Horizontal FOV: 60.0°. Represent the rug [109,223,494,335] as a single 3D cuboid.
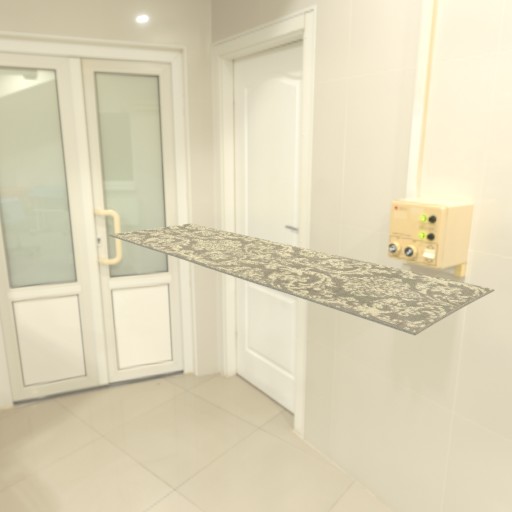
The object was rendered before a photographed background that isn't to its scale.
[{"bbox_3d":[0.000,0.000,2.397,0.662,0.011,2.196,-12,19,-41],"label":"rug"}]
